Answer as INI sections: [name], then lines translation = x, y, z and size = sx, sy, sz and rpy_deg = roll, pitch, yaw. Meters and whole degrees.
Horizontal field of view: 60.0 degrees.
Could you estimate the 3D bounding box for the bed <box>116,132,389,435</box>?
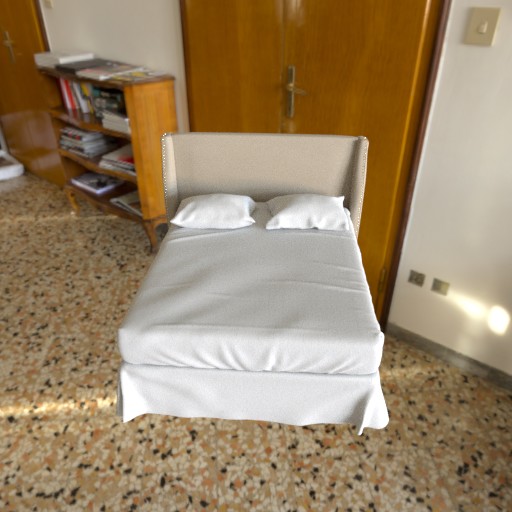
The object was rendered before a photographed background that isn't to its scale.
[bed]
translation = 0.000, 0.000, 3.533
size = 1.925, 1.332, 2.276
rpy_deg = 2, 32, 3
